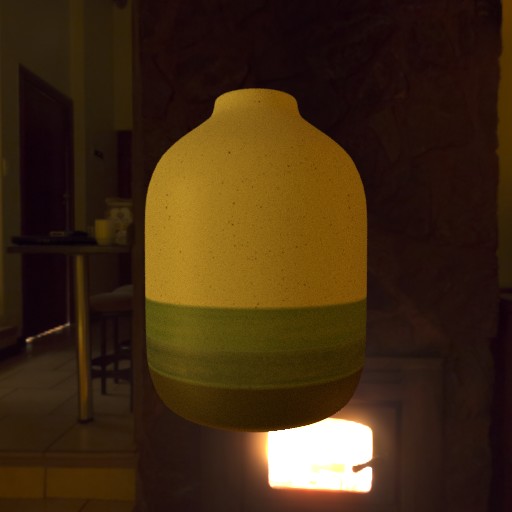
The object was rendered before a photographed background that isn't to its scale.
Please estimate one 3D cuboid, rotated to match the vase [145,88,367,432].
[{"bbox_3d":[0.000,0.000,0.349,0.169,0.240,0.169,0,1,0],"label":"vase"}]
